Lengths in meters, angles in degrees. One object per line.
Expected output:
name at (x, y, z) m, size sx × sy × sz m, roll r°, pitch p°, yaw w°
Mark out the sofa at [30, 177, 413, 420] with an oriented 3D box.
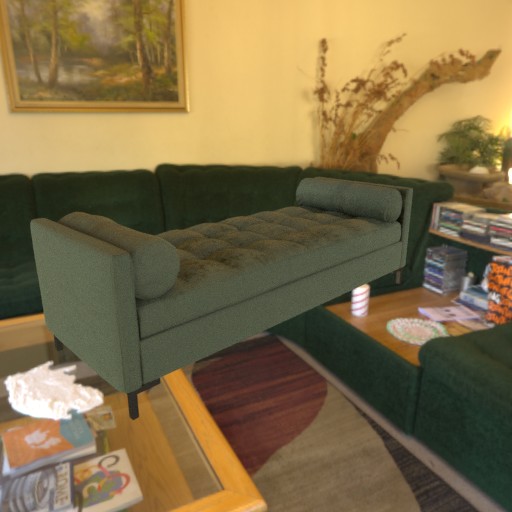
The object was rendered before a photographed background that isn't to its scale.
sofa at (0.000, 0.000, 2.514) m, size 2.130 × 0.681 × 0.817 m, roll -16°, pitch 24°, yaw -42°
